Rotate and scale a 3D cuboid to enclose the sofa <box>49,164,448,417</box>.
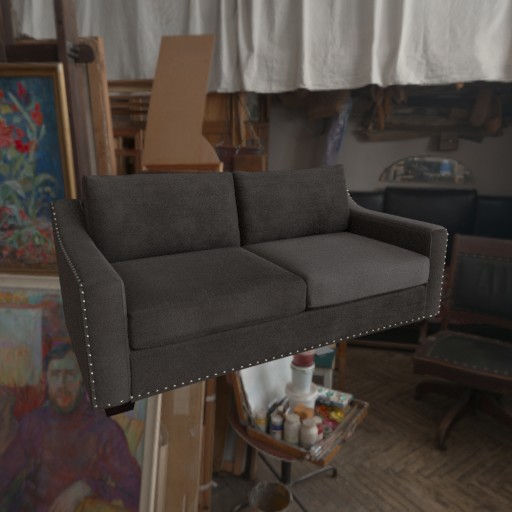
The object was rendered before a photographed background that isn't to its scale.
[{"bbox_3d":[0.000,0.000,3.208,2.550,1.196,1.336,-8,18,-28],"label":"sofa"}]
